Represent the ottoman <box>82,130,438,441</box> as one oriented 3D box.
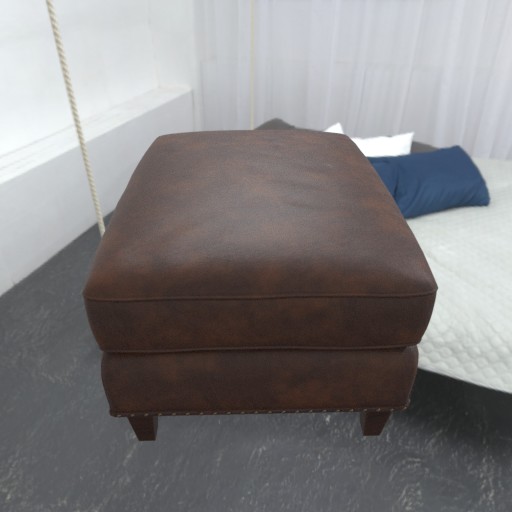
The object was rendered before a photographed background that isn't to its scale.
[{"bbox_3d":[0.000,0.000,1.086,0.586,0.486,0.742,-1,34,-1],"label":"ottoman"}]
